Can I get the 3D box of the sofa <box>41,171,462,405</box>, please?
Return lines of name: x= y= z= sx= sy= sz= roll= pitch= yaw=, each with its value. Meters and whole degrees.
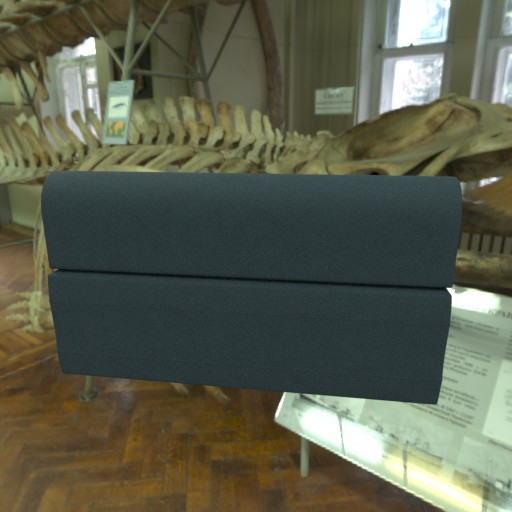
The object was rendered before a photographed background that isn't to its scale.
sofa: x=0.000 y=0.000 z=1.652 sx=1.219 sy=0.660 sz=0.762 roll=2 pitch=16 yaw=8
